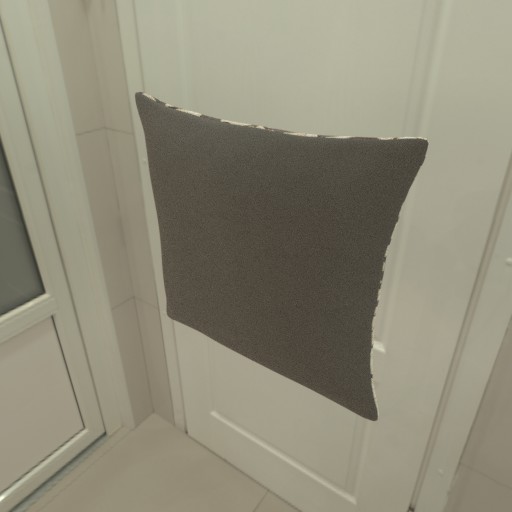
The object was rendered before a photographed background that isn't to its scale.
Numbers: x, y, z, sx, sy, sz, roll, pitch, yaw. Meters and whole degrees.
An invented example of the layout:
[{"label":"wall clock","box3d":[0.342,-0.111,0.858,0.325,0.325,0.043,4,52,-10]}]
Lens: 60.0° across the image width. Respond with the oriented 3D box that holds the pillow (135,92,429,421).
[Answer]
[{"label":"pillow","box3d":[0.000,0.000,0.792,0.526,0.507,0.166,20,36,31]}]
